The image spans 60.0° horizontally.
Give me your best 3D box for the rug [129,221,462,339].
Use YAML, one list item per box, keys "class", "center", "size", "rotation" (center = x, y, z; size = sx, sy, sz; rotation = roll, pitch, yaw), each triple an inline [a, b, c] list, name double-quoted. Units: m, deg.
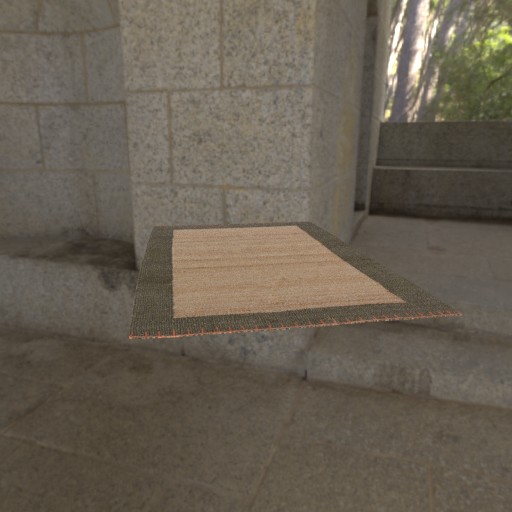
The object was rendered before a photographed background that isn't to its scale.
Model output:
- class: "rug"
  center: [0.000, 0.000, 3.052]
  size: [1.521, 0.006, 2.435]
  rotation: [-3, 15, -9]
